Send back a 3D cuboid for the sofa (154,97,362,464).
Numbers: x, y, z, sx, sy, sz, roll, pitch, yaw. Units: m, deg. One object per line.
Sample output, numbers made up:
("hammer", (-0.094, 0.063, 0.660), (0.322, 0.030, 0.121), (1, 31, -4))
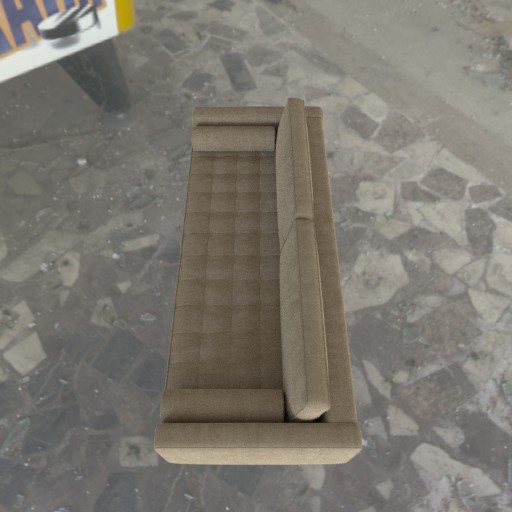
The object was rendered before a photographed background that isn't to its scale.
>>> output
("sofa", (0.000, 0.000, 2.609), (0.919, 0.770, 2.200), (0, 57, 0))
